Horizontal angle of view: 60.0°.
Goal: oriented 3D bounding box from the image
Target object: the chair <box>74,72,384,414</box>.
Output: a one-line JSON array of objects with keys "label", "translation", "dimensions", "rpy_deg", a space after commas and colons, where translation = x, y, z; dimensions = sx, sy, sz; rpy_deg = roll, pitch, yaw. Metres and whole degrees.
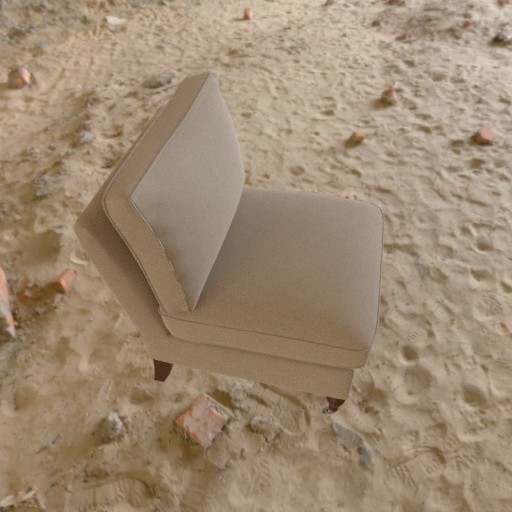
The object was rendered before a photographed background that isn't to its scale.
[{"label": "chair", "translation": [0.000, 0.000, 1.662], "dimensions": [0.912, 1.052, 0.724], "rpy_deg": [10, 49, 9]}]
